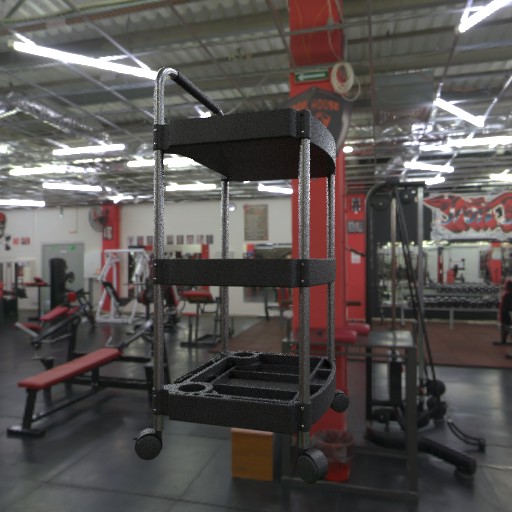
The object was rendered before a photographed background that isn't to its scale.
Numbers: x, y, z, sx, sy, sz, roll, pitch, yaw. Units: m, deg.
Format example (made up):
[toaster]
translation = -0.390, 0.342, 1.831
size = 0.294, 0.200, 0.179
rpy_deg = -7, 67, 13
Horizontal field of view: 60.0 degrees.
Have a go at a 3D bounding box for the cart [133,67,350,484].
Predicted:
[cart]
translation = 0.000, 0.000, 1.366
size = 0.518, 1.075, 0.584
rpy_deg = 0, 0, 17
